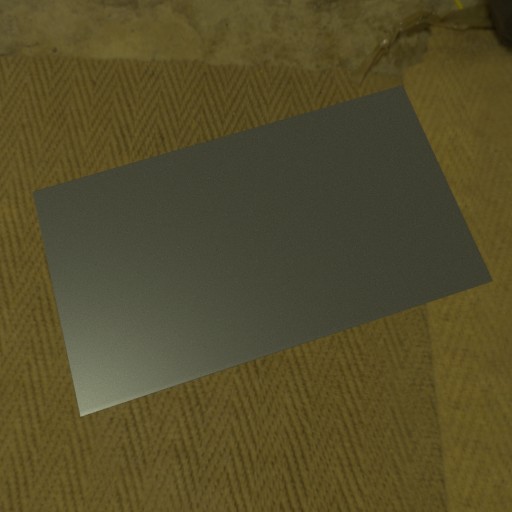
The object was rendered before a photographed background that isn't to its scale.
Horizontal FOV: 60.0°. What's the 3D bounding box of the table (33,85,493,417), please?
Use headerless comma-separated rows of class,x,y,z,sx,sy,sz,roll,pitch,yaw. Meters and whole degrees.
table,0.000,0.000,1.396,1.068,0.493,0.612,-17,76,-4
